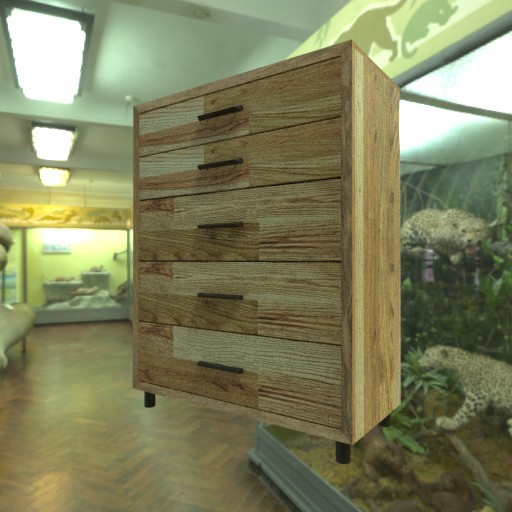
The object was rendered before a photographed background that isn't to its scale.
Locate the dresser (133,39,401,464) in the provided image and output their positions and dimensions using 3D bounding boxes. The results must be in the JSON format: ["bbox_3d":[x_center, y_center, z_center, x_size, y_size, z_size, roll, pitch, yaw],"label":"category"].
[{"bbox_3d":[0.000,0.000,1.717,0.966,1.243,0.480,0,-1,35],"label":"dresser"}]
